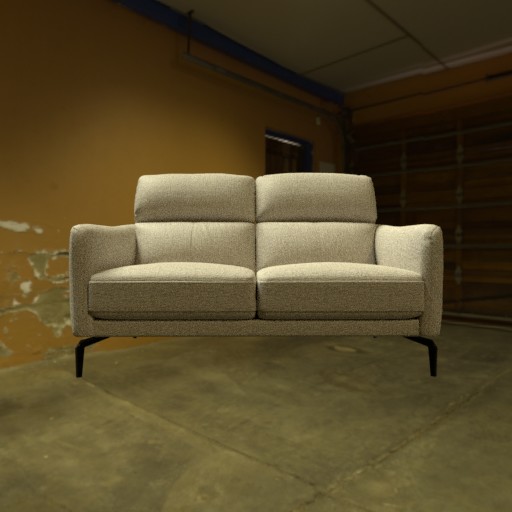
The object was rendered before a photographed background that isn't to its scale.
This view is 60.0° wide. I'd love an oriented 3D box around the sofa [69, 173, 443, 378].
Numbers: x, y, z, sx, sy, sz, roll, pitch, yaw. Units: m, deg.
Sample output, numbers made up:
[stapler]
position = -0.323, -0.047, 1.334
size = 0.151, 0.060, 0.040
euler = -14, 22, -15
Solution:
[sofa]
position = 0.000, 0.000, 2.158
size = 1.540, 0.950, 0.905
euler = 0, 0, -1
